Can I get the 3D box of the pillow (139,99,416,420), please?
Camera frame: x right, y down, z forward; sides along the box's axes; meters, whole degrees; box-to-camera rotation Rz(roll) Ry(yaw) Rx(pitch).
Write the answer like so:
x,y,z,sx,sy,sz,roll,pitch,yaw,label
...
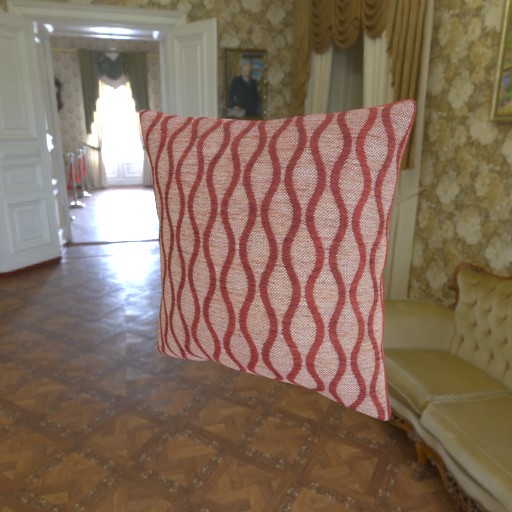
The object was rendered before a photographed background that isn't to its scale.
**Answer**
x,y,z,sx,sy,sz,roll,pitch,yaw,label
0.000,0.000,0.666,0.429,0.434,0.159,8,18,26,pillow
